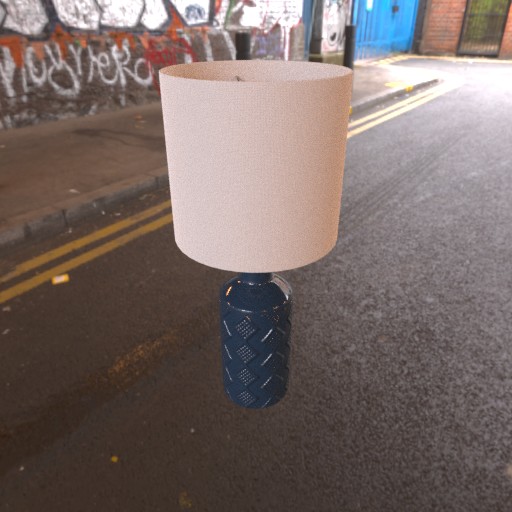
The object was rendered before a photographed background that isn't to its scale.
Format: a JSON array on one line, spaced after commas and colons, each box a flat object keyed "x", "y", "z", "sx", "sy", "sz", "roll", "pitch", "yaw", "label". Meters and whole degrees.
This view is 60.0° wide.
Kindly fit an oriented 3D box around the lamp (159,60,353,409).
[{"x": 0.000, "y": 0.000, "z": 0.589, "sx": 0.207, "sy": 0.461, "sz": 0.207, "roll": -7, "pitch": 30, "yaw": -13, "label": "lamp"}]
